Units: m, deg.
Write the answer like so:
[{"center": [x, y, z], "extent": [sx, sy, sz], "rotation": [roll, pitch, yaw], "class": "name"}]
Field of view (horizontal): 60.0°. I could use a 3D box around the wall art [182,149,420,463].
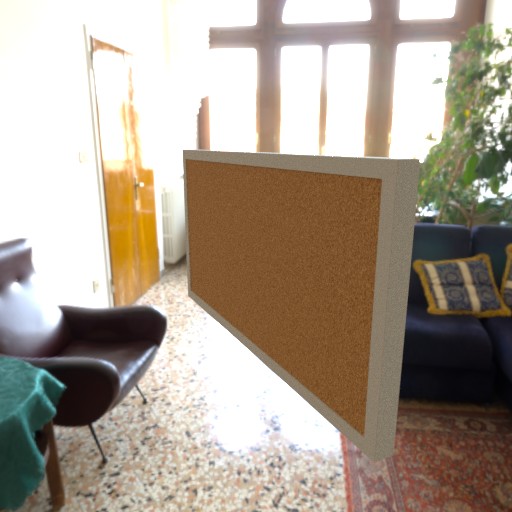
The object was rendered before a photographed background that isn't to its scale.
[{"center": [0.000, 0.000, 0.946], "extent": [0.038, 0.431, 0.812], "rotation": [-7, 16, -27], "class": "wall art"}]
